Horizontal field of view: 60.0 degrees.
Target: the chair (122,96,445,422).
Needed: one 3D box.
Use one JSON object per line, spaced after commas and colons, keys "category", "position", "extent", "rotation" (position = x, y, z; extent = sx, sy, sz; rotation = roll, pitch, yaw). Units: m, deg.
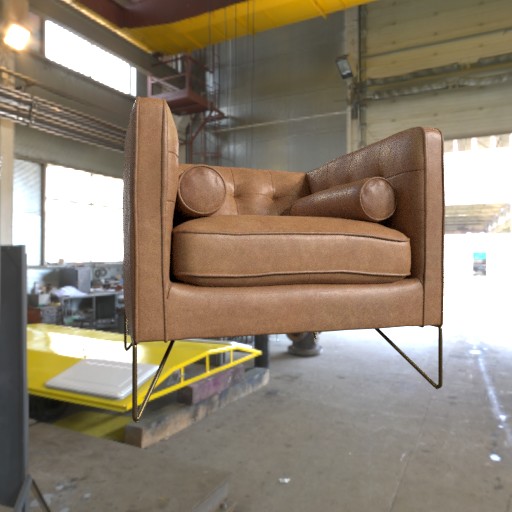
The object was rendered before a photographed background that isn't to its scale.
{"category": "chair", "position": [0.000, 0.000, 1.597], "extent": [0.920, 0.797, 0.912], "rotation": [0, 0, -18]}
